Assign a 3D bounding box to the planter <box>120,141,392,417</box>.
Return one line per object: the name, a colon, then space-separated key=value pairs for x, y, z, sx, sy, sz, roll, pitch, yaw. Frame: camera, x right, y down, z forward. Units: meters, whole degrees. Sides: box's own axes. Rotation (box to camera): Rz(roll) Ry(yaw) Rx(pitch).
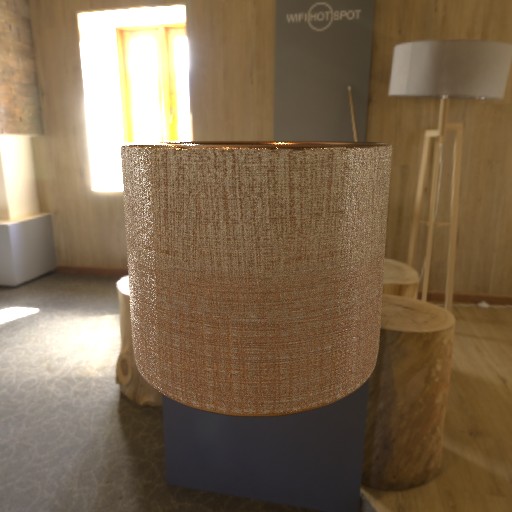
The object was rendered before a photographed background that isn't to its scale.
planter: x=0.000 y=0.000 z=0.316 sx=0.177 sy=0.157 sz=0.177 roll=0 pitch=15 yaw=0
